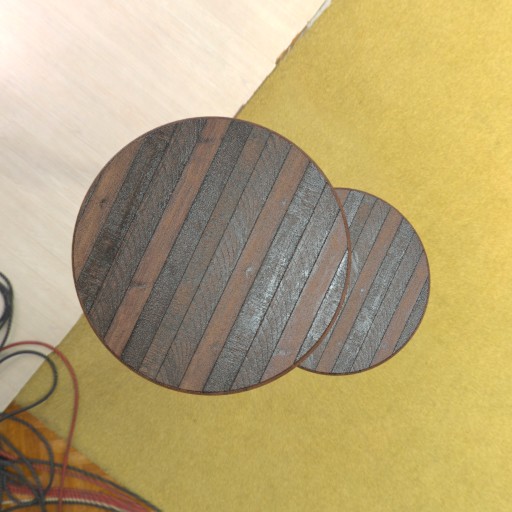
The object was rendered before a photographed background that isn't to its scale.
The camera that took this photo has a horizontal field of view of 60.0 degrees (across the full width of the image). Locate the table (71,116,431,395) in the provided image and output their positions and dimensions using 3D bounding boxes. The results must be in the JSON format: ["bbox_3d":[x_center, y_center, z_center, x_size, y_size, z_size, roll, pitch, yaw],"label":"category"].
[{"bbox_3d":[0.000,0.000,1.631,1.152,0.516,0.870,0,90,-1],"label":"table"}]
